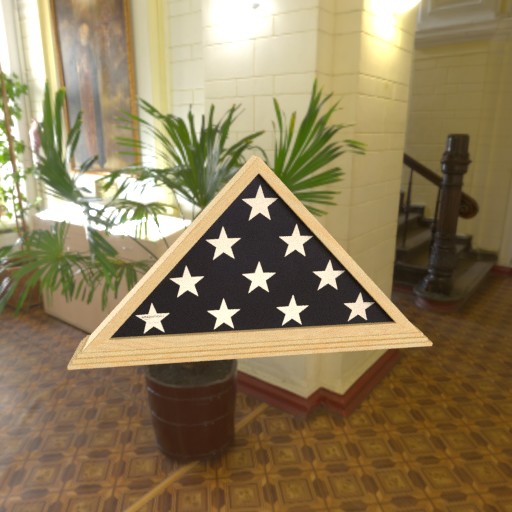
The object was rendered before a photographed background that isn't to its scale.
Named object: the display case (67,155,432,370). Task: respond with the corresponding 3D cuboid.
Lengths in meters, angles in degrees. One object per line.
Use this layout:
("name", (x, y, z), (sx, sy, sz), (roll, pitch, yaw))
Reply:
("display case", (0.000, 0.000, 0.772), (0.640, 0.340, 0.095), (-2, 16, -7))
